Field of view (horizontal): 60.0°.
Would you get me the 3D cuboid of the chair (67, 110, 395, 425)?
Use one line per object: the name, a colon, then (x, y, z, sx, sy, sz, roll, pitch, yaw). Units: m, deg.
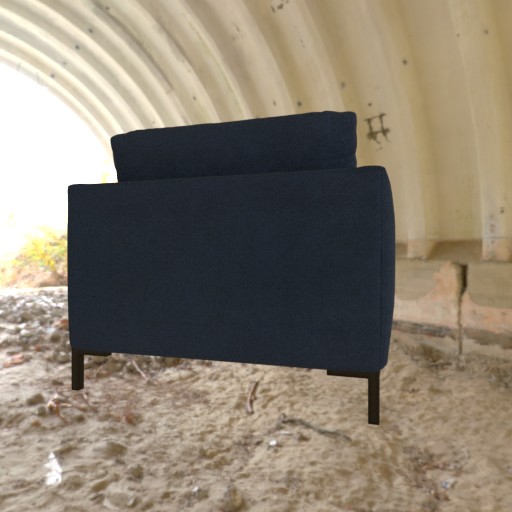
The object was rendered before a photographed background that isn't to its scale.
chair: (0.000, 0.000, 1.606, 0.964, 0.812, 0.875, 0, 0, 18)
